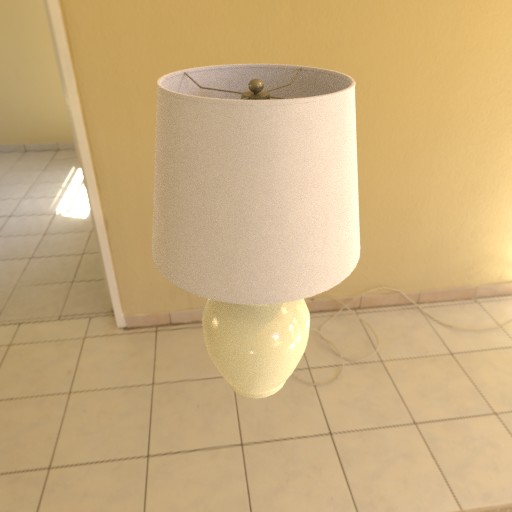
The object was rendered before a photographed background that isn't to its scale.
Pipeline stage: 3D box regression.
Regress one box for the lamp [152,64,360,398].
[{"bbox_3d":[0.000,0.000,0.530,0.239,0.399,0.239,0,32,0],"label":"lamp"}]
